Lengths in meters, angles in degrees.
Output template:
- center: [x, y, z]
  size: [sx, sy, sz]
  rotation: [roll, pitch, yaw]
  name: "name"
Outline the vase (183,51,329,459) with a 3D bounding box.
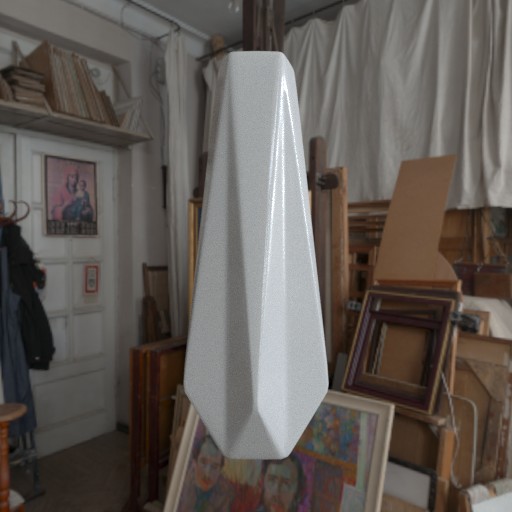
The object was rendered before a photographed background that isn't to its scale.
- center: [0.000, 0.000, 0.382]
  size: [0.122, 0.329, 0.116]
  rotation: [0, 1, 0]
  name: "vase"
